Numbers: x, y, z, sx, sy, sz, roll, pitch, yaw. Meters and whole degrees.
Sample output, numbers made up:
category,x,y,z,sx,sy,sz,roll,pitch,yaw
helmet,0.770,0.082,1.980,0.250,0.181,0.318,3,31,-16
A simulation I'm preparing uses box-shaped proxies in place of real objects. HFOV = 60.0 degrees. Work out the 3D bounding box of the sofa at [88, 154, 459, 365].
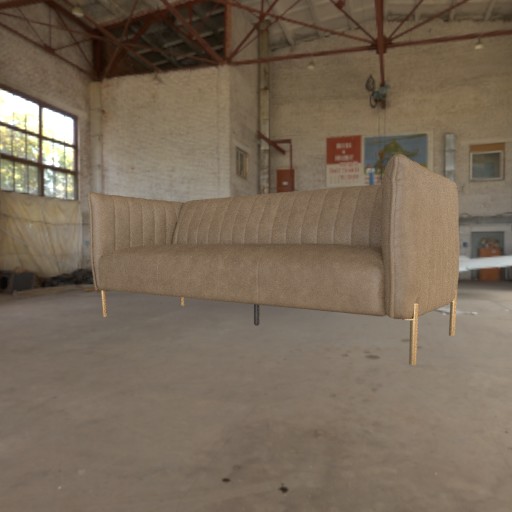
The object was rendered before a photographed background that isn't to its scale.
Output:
category,x,y,z,sx,sy,sz,roll,pitch,yaw
sofa,0.000,0.000,2.465,1.980,0.779,0.876,1,1,36
